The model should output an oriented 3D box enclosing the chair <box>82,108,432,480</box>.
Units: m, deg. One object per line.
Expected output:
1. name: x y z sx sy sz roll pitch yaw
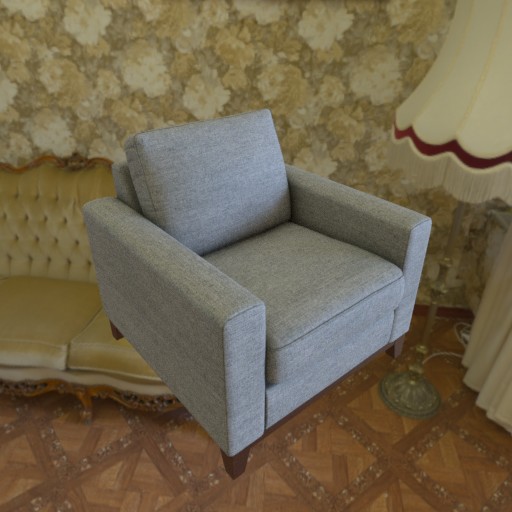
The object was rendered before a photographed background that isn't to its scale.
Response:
1. chair: 0.000 0.000 1.860 1.024 1.010 1.038 -23 37 -33
